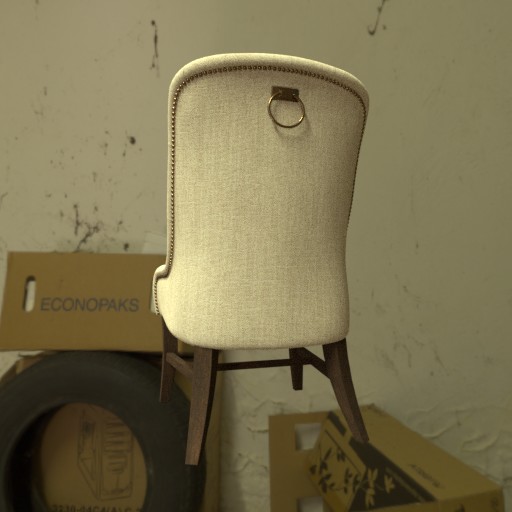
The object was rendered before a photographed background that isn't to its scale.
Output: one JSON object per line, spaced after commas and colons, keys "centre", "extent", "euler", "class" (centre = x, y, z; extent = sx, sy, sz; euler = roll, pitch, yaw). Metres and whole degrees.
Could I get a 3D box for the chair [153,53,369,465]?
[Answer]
{"centre": [0.000, 0.000, 1.479], "extent": [0.634, 1.091, 0.629], "euler": [0, -1, -17], "class": "chair"}
